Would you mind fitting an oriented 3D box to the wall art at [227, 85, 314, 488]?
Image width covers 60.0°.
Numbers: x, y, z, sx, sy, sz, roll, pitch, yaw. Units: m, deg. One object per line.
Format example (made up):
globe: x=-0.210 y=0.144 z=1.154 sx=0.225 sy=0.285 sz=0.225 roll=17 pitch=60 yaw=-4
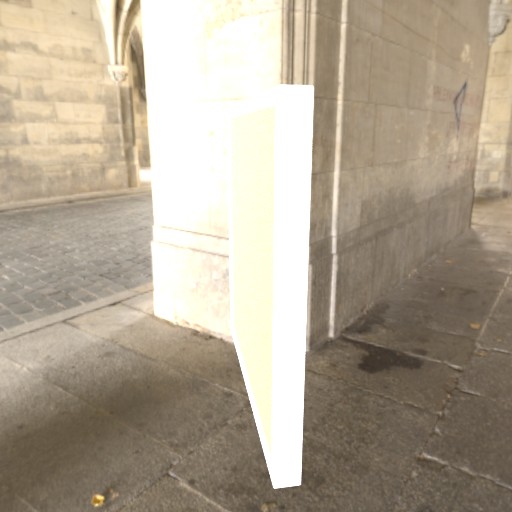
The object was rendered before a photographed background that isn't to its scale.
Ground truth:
wall art: x=0.000 y=0.000 z=0.769 sx=0.038 sy=0.508 sz=0.508 roll=-3 pitch=16 yaw=-9
